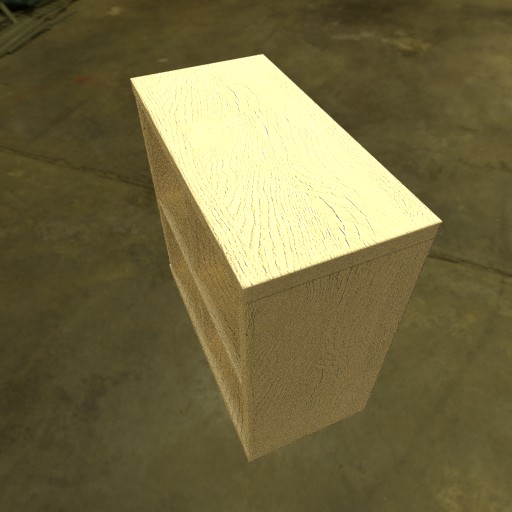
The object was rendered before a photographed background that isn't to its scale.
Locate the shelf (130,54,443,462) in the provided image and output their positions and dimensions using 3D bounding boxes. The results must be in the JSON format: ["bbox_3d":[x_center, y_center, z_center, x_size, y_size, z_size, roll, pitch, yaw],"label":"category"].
[{"bbox_3d":[0.000,0.000,1.282,0.390,0.786,0.790,-18,49,-16],"label":"shelf"}]
